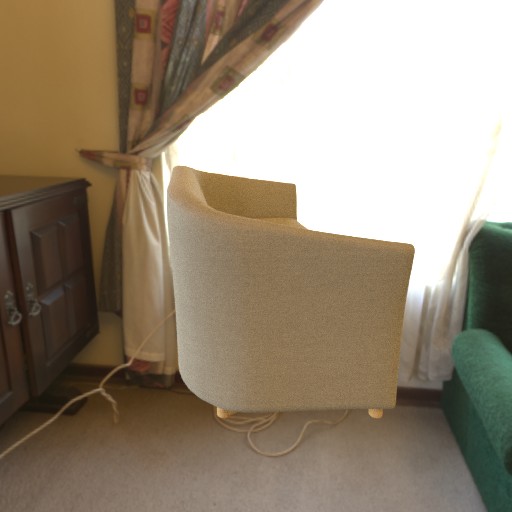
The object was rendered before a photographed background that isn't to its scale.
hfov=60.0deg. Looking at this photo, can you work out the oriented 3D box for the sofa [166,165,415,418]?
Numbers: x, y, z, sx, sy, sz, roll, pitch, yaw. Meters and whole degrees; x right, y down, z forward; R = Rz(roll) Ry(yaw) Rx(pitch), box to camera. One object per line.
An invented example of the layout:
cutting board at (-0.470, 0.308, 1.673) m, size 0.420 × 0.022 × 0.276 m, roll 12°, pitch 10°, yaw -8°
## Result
sofa at (0.000, 0.000, 1.935) m, size 0.705 × 0.721 × 1.452 m, roll -2°, pitch 16°, yaw -8°
